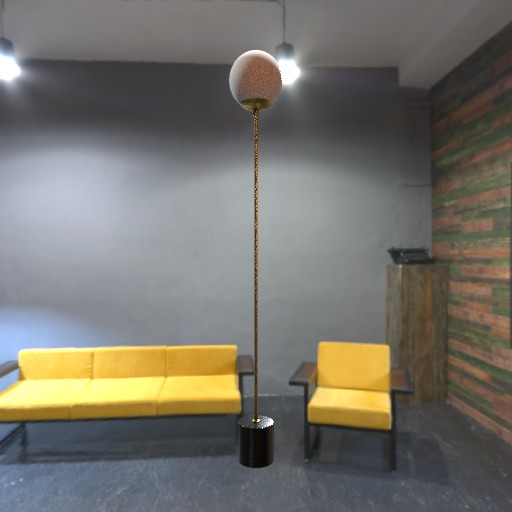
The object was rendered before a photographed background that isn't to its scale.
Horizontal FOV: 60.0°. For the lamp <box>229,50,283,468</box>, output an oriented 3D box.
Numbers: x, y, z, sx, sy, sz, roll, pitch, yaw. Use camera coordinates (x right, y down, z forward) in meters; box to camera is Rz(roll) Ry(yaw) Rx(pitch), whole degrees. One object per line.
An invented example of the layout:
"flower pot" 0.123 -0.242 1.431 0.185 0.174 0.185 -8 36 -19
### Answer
"lamp" 0.000 0.000 1.903 0.229 1.748 0.229 0 0 -1
